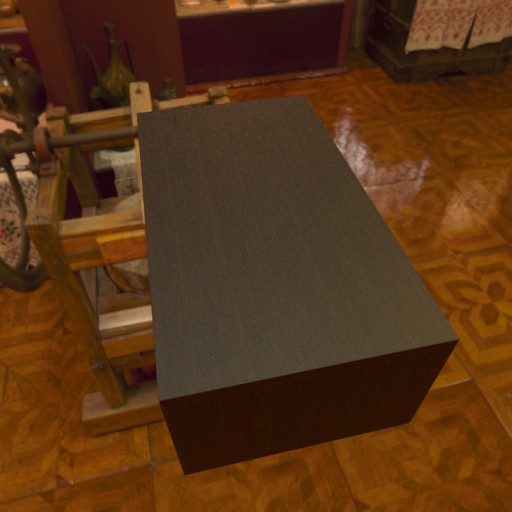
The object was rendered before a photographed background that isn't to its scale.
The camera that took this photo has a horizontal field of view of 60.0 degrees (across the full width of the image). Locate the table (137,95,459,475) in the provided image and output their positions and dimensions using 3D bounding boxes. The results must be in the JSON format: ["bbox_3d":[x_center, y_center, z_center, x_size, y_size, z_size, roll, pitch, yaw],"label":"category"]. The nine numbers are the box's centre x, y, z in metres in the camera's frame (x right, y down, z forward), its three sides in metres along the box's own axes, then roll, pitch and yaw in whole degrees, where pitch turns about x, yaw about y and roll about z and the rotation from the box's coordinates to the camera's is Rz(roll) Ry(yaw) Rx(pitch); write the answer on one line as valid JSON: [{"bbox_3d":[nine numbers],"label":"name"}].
[{"bbox_3d":[0.000,0.000,1.350,0.590,0.460,1.050,-9,47,-9],"label":"table"}]
